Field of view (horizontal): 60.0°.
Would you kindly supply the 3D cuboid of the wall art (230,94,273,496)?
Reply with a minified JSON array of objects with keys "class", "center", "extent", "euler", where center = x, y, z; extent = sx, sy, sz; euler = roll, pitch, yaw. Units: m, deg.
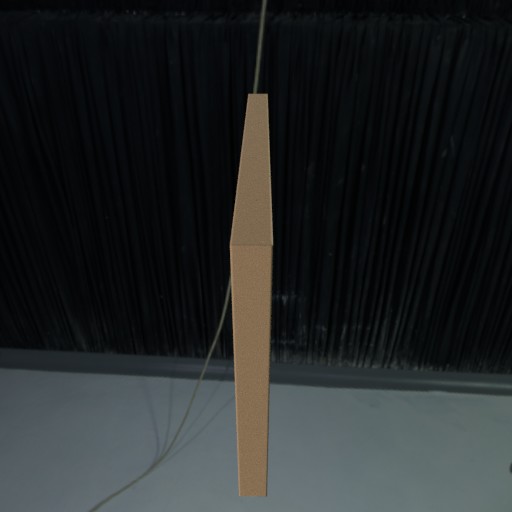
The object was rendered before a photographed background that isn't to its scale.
[{"class":"wall art","center":[0.000,0.000,0.767],"extent":[0.039,0.407,0.609],"euler":[0,32,1]}]
